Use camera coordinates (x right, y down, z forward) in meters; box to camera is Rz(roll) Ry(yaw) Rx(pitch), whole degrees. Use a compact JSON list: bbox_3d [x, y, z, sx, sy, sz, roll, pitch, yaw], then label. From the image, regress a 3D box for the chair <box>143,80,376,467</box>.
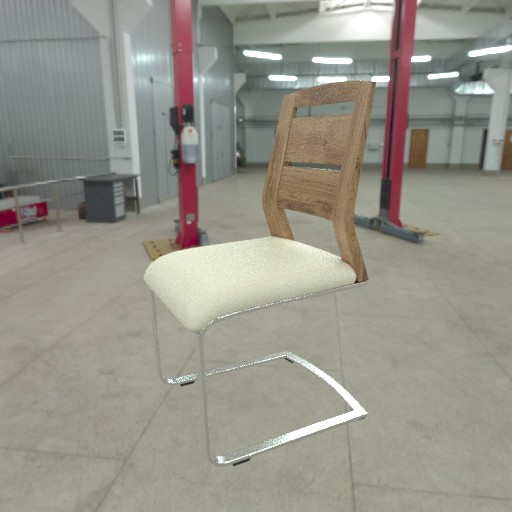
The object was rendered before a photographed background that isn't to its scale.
[{"bbox_3d":[0.000,0.000,1.271,0.561,0.955,0.457,-7,16,-26],"label":"chair"}]
